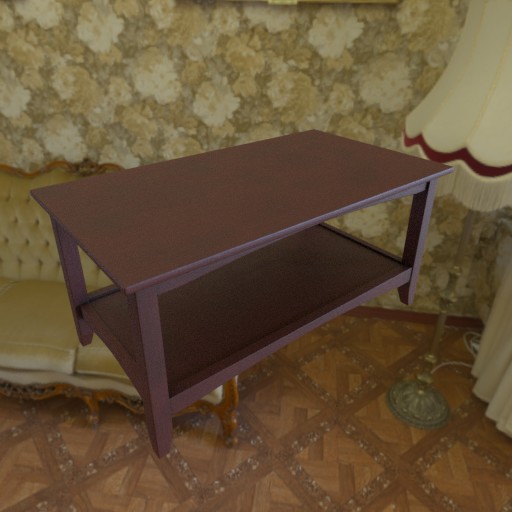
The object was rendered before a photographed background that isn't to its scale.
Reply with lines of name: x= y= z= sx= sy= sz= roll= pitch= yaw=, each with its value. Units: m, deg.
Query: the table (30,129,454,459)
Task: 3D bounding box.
table: x=0.000 y=0.000 z=1.230 sx=0.943 sy=0.456 sz=0.533 roll=-21 pitch=36 yaw=-33
